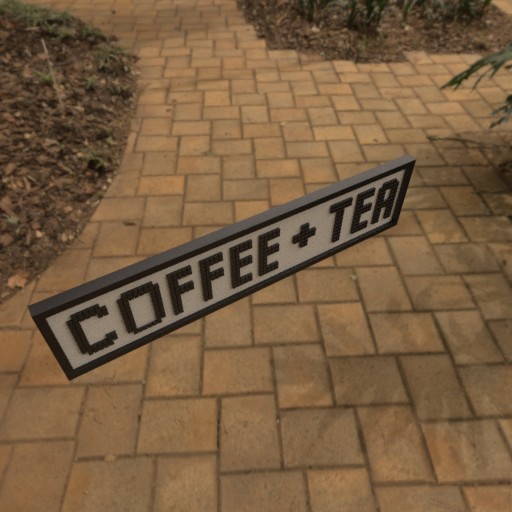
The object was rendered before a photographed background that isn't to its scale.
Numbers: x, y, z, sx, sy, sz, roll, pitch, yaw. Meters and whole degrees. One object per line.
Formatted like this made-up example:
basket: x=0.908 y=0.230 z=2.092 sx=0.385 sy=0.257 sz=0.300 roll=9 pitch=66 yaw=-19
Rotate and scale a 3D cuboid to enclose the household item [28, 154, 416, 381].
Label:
household item: x=0.000 y=0.000 z=1.101 sx=1.001 sy=0.236 sz=0.030 roll=-24 pitch=50 yaw=-22
